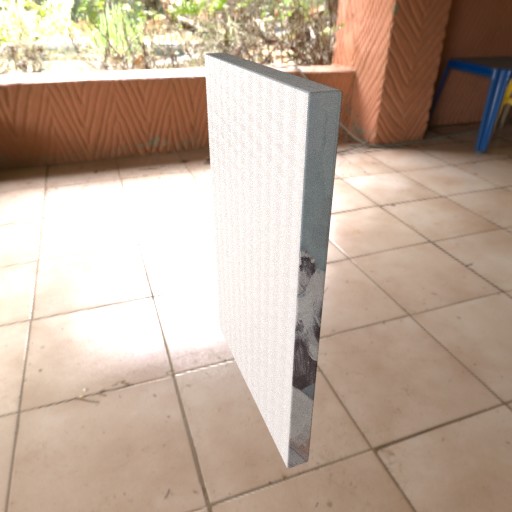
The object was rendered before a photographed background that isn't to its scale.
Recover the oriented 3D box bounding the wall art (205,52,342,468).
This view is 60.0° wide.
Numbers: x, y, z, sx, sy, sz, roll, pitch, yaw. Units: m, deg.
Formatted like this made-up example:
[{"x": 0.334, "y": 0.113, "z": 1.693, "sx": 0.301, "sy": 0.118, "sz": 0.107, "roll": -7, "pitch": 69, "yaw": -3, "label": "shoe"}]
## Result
[{"x": 0.000, "y": 0.000, "z": 1.153, "sx": 0.061, "sy": 0.911, "sz": 0.609, "roll": -11, "pitch": 32, "yaw": -18, "label": "wall art"}]
